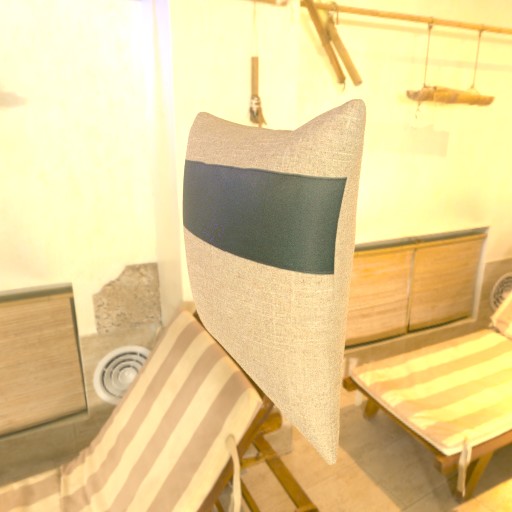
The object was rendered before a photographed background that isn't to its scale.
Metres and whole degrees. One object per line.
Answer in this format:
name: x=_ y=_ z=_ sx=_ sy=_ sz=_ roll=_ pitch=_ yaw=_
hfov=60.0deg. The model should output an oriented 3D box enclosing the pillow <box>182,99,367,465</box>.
pillow: x=0.000 y=0.000 z=0.624 sx=0.173 sy=0.399 sz=0.414 roll=-8 pitch=18 yaw=-26
